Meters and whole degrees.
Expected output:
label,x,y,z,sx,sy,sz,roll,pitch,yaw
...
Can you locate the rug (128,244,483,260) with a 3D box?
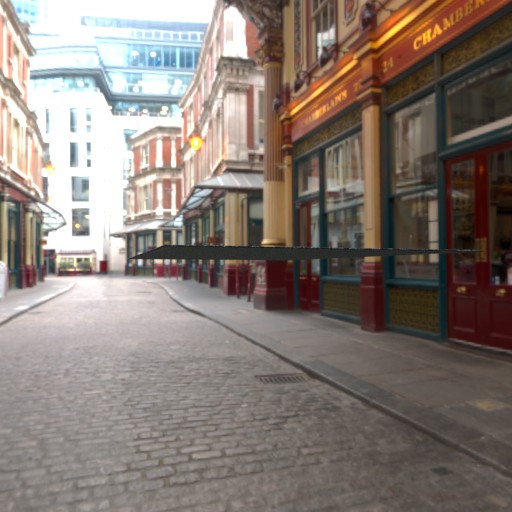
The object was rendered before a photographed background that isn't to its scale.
label,x,y,z,sx,sy,sz,roll,pitch,yaw
rug,0.000,0.000,2.370,1.219,0.005,1.828,1,-2,-19
